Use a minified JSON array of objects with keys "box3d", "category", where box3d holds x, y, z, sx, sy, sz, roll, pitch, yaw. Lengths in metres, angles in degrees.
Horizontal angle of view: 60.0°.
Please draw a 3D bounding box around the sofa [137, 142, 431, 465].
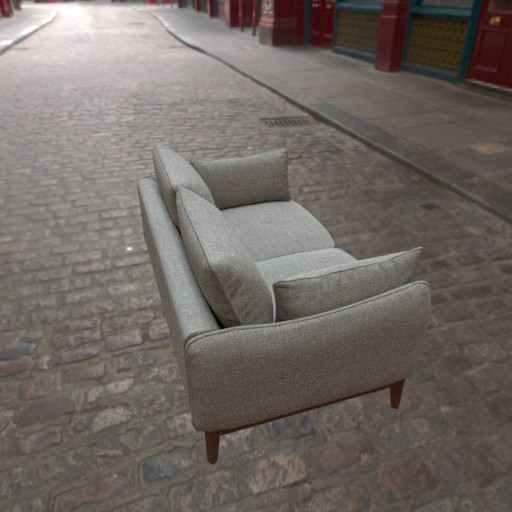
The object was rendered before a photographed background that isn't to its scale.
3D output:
[{"box3d":[0.000,0.000,2.195,0.972,0.851,1.580,-10,32,-16],"category":"sofa"}]
